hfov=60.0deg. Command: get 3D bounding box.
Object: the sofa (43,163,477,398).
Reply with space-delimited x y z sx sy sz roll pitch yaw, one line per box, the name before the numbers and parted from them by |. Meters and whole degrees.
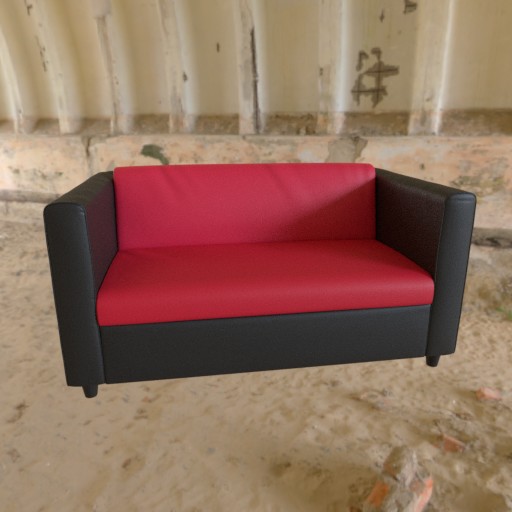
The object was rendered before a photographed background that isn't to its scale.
sofa | 0.000 0.000 1.882 1.410 0.735 0.845 -3 17 -9
